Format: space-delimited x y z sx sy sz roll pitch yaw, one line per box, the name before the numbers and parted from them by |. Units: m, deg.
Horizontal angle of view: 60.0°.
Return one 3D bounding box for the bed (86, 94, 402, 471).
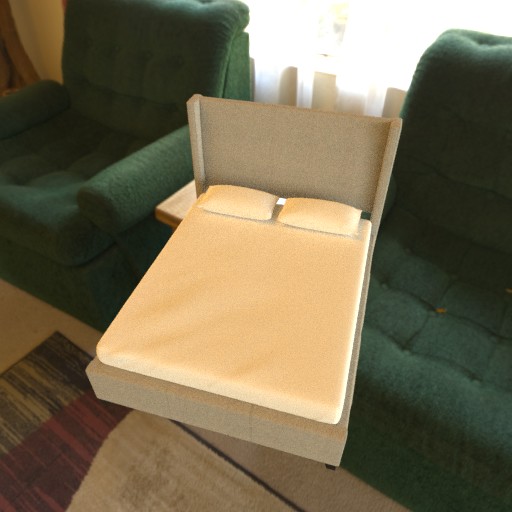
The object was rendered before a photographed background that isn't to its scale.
bed | 0.000 0.000 3.389 1.774 1.491 2.222 11 43 12
